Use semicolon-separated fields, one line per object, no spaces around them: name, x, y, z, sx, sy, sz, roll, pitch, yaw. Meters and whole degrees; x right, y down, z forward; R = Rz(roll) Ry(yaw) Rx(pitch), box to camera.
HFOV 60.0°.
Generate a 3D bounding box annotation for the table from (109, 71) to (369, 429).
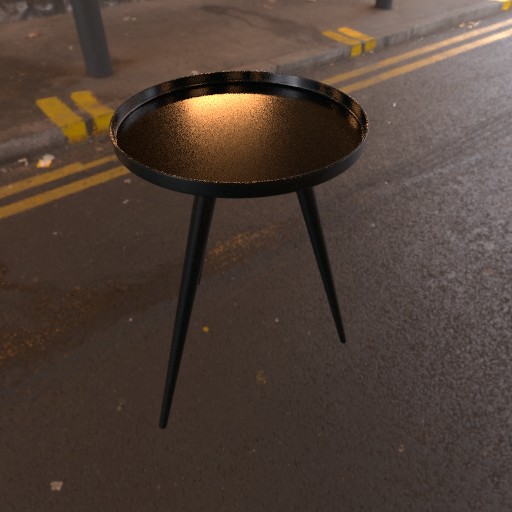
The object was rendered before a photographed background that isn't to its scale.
table;0.000;0.000;0.825;0.415;0.548;0.403;1;41;1
